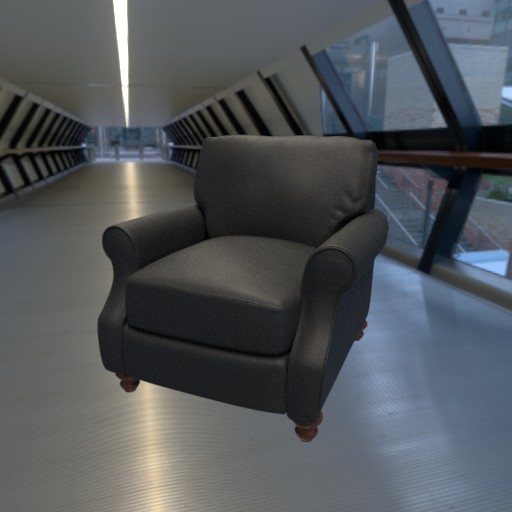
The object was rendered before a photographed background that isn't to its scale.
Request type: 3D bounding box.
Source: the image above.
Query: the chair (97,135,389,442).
[{"bbox_3d":[0.000,0.000,1.816,1.015,0.960,1.027,8,17,28],"label":"chair"}]
